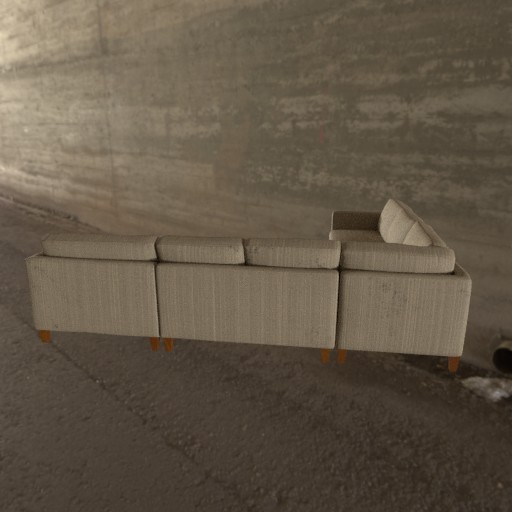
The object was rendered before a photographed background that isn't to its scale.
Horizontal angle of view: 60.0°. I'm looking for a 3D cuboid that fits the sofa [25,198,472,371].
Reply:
[{"bbox_3d":[0.000,0.000,4.603,3.460,0.961,2.594,2,16,8],"label":"sofa"}]
